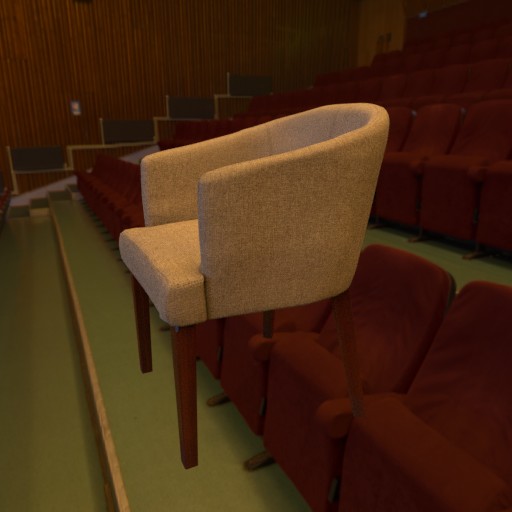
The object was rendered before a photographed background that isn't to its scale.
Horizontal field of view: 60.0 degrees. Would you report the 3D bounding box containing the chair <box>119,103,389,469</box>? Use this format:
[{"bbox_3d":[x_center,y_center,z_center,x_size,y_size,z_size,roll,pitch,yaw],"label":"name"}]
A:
[{"bbox_3d":[0.000,0.000,1.228,0.655,0.811,0.583,-8,18,-25],"label":"chair"}]
